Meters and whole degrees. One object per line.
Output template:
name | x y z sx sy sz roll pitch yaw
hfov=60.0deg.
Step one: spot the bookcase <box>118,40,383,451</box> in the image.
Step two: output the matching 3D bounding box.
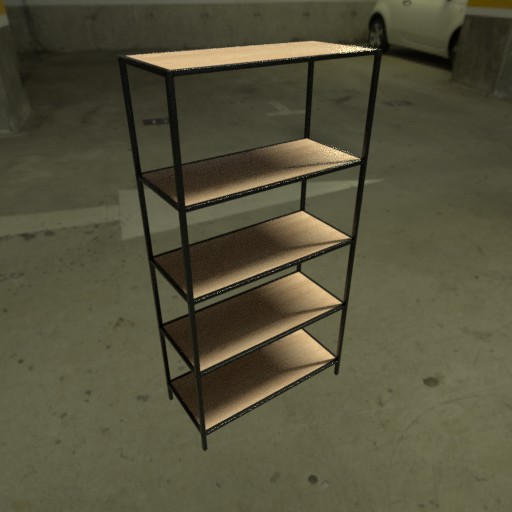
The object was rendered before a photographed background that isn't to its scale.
bookcase | 0.000 0.000 1.783 0.770 1.500 0.350 -20 37 -29
